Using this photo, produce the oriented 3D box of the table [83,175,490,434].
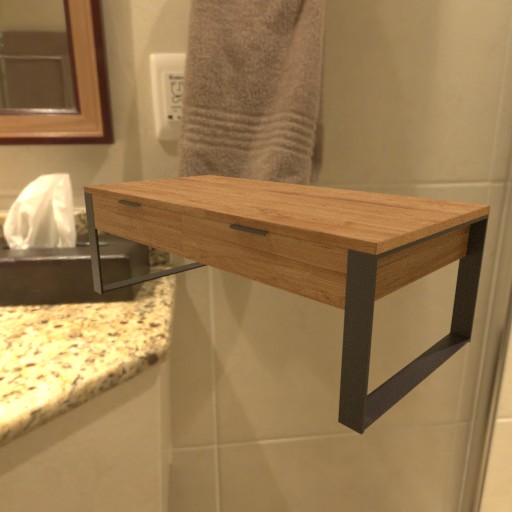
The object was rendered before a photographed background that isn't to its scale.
[{"bbox_3d":[0.000,0.000,1.437,0.590,0.400,1.180,-15,22,-43],"label":"table"}]
